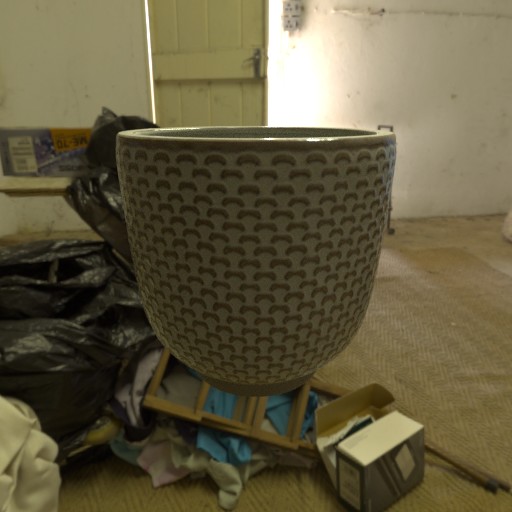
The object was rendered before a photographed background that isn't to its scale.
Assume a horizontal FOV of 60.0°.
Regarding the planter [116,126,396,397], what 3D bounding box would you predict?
[{"bbox_3d":[0.000,0.000,0.350,0.197,0.191,0.197,0,18,0],"label":"planter"}]
